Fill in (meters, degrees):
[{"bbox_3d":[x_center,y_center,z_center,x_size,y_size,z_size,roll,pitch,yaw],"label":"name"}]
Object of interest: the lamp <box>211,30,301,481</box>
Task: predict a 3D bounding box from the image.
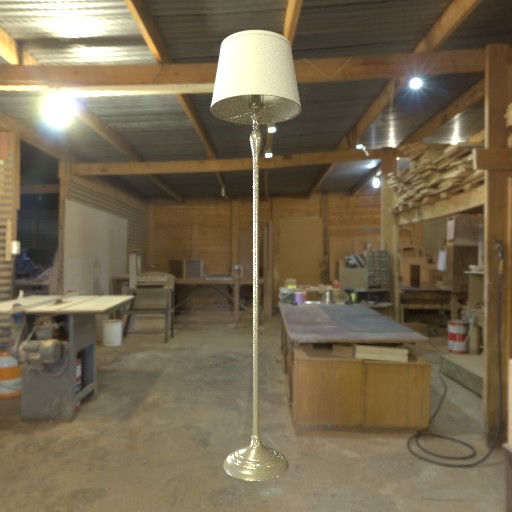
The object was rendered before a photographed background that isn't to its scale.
[{"bbox_3d":[0.000,0.000,1.602,0.327,1.506,0.327,0,0,0],"label":"lamp"}]
